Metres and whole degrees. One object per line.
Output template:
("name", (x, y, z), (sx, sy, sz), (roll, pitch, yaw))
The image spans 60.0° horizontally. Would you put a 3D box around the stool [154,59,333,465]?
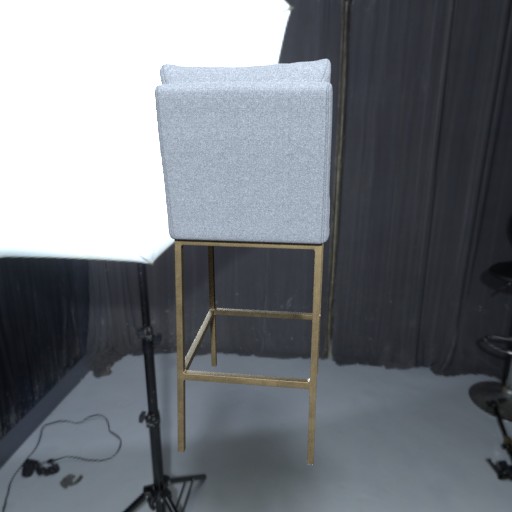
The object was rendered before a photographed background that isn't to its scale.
("stool", (0.000, 0.000, 1.443), (0.463, 1.130, 0.569), (2, 16, 7))
